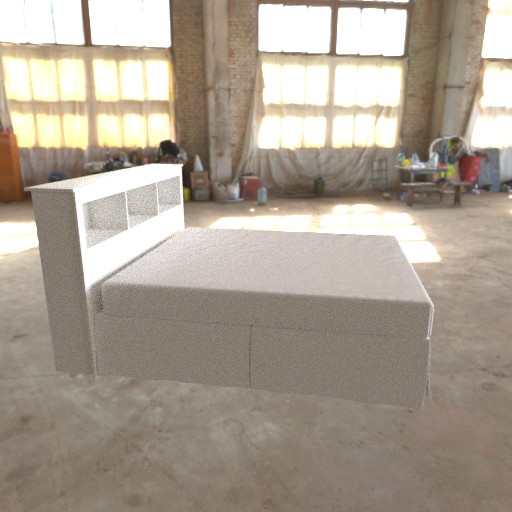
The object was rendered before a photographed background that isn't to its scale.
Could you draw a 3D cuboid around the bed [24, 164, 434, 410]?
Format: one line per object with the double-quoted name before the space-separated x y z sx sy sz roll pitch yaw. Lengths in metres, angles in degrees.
"bed" 0.000 0.000 3.040 2.133 1.092 1.671 3 16 10
